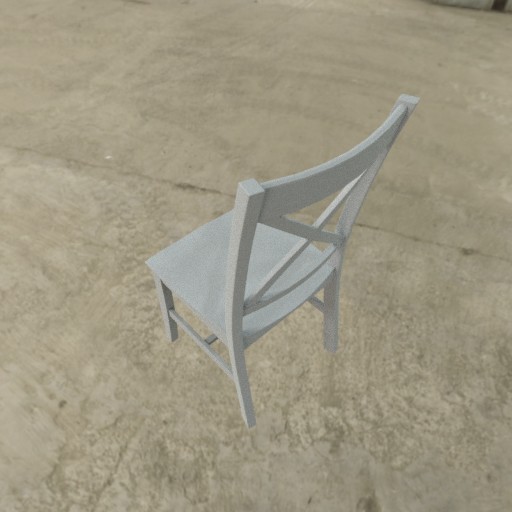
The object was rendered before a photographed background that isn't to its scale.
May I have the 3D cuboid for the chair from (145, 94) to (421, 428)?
[{"bbox_3d":[0.000,0.000,1.293,0.485,0.983,0.542,-34,54,-28],"label":"chair"}]
